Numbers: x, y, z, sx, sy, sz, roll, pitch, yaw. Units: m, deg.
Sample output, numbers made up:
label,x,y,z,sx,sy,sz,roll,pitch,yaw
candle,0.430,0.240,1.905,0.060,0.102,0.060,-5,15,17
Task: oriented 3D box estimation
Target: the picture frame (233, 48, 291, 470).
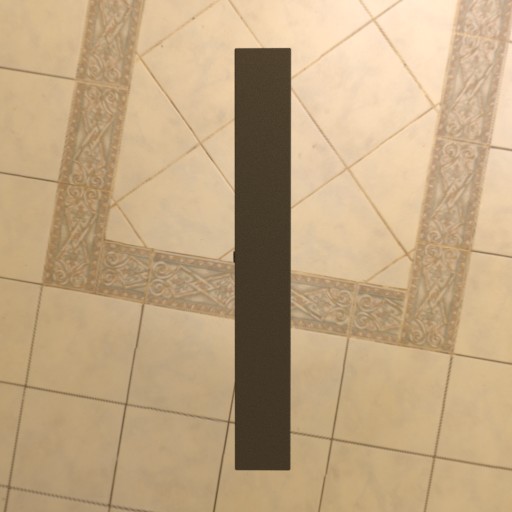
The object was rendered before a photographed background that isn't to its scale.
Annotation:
label,x,y,z,sx,sy,sz,roll,pitch,yaw
picture frame,0.000,0.000,0.385,0.042,0.284,0.232,0,91,1
